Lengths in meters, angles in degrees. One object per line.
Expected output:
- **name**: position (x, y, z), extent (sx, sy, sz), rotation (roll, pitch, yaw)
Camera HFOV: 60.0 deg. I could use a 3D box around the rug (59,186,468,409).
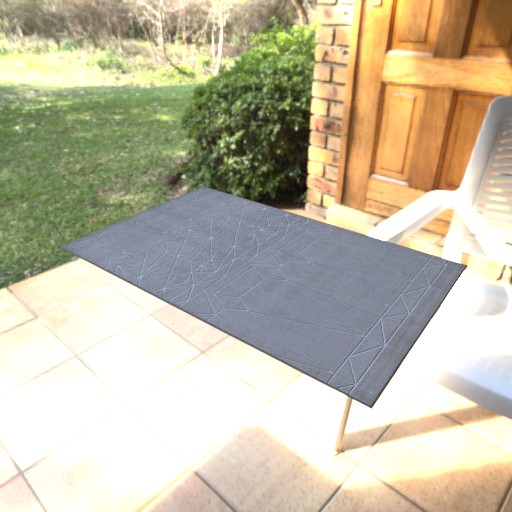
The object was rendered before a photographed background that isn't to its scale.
- **rug**: position (0.000, 0.000, 3.112), extent (2.438, 0.012, 1.524), rotation (21, 36, 32)
